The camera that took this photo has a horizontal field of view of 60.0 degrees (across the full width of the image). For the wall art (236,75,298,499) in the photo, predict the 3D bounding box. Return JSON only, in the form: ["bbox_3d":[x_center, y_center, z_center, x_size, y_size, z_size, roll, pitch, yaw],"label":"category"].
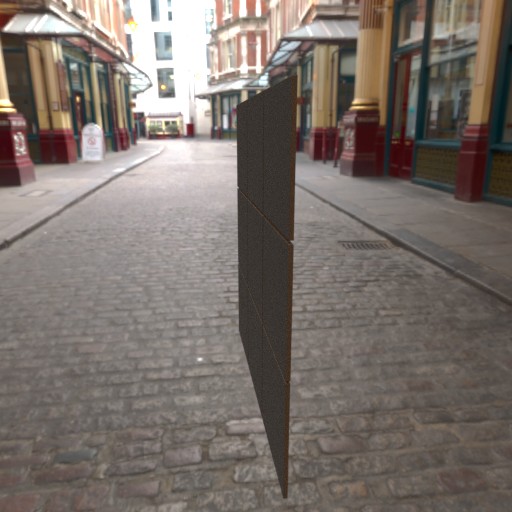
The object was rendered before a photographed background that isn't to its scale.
[{"bbox_3d":[0.000,0.000,2.229,0.017,1.521,1.527,-2,16,-8],"label":"wall art"}]
